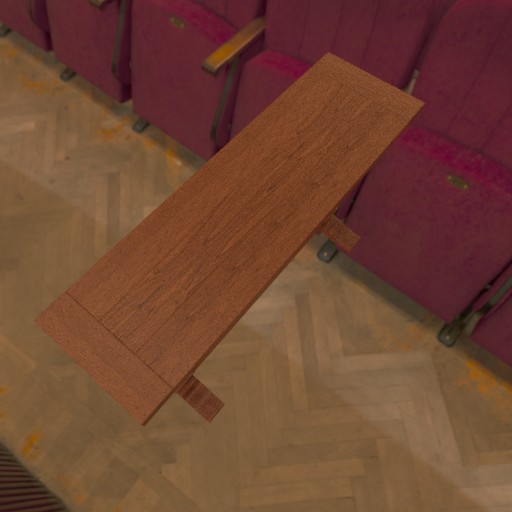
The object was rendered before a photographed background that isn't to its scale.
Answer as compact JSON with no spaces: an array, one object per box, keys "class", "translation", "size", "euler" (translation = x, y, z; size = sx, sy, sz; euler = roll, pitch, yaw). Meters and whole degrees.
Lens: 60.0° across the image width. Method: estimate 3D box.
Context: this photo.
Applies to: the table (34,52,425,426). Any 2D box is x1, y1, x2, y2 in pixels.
[{"class":"table","translation":[0.000,0.000,1.856],"size":[0.461,0.852,1.478],"euler":[36,68,17]}]
